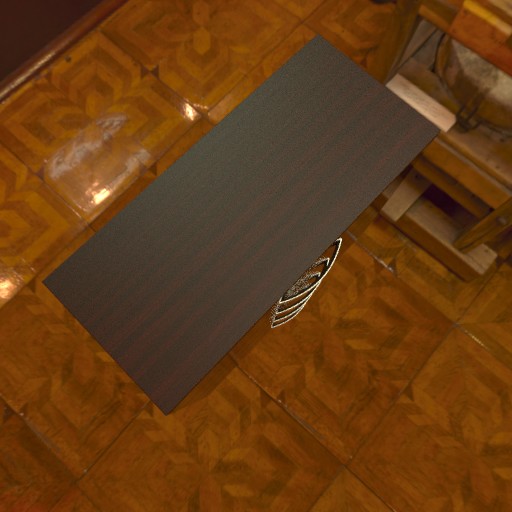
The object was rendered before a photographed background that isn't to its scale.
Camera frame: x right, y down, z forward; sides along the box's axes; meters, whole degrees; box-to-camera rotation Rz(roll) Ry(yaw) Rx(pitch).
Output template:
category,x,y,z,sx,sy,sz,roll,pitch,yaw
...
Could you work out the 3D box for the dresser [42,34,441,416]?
category,x,y,z,sx,sy,sz,roll,pitch,yaw
dresser,0.000,0.000,1.190,0.360,0.720,0.750,43,79,10
